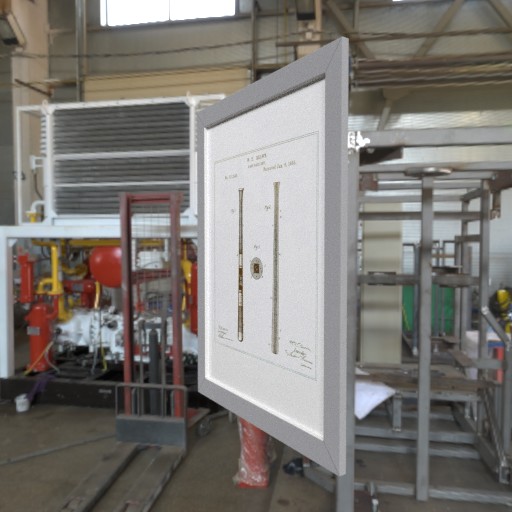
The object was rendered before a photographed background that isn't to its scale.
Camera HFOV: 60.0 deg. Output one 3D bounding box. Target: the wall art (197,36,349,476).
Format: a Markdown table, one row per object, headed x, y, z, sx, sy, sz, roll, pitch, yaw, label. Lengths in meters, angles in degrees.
| x | y | z | sx | sy | sz | roll | pitch | yaw | label |
| --- | --- | --- | --- | --- | --- | --- | --- | --- | --- |
| 0.000 | 0.000 | 0.688 | 0.012 | 0.529 | 0.374 | -1 | 2 | -35 | wall art |
